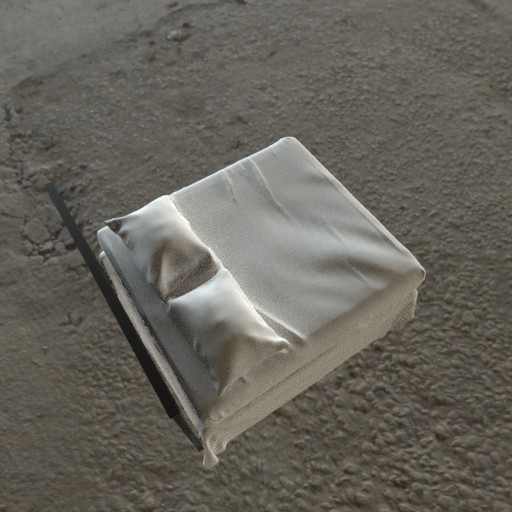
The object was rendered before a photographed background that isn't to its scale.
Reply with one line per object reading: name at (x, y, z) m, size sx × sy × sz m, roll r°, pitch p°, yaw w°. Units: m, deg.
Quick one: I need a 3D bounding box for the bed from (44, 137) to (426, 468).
bed at (0.000, 0.000, 3.194) m, size 2.050 × 1.270 × 1.870 m, roll -30°, pitch 63°, yaw -17°
